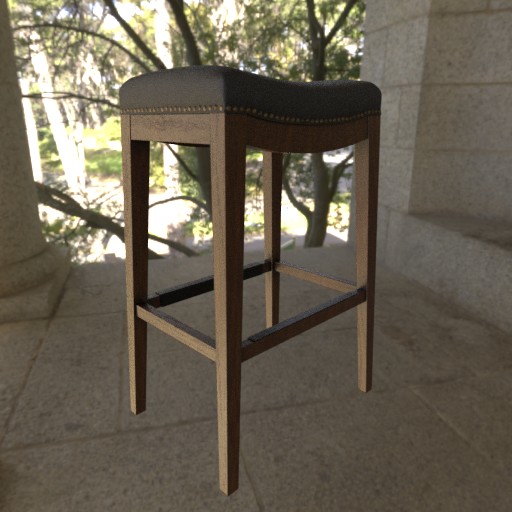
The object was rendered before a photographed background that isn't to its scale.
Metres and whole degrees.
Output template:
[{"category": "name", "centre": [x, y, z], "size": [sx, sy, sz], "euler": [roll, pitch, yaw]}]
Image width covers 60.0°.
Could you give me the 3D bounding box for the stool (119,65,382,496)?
[{"category": "stool", "centre": [0.000, 0.000, 1.012], "size": [0.500, 0.765, 0.361], "euler": [-16, 23, -42]}]
